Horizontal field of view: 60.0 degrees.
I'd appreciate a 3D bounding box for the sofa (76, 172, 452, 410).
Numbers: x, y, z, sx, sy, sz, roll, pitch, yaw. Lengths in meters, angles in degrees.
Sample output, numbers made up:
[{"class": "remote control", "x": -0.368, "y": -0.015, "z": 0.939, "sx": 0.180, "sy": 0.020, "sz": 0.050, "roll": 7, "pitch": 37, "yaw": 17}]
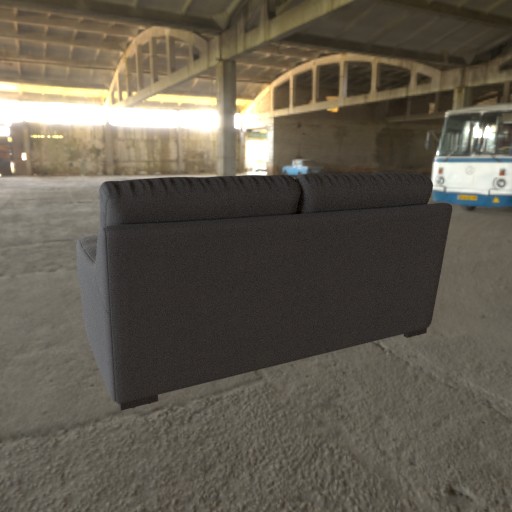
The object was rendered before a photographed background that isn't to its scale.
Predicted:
[{"class": "sofa", "x": 0.000, "y": 0.000, "z": 2.514, "sx": 1.880, "sy": 0.940, "sz": 1.143, "roll": -7, "pitch": 14, "yaw": -27}]
